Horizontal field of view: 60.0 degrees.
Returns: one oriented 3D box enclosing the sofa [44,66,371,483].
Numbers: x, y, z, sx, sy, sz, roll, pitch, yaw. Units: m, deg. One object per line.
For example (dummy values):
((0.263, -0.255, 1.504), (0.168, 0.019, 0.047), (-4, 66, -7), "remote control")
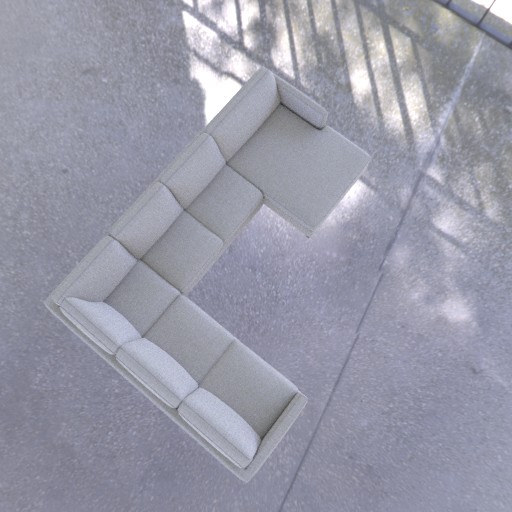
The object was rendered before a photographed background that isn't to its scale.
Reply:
((0.000, 0.000, 4.578), (2.551, 0.889, 3.403), (38, 79, 9), "sofa")
